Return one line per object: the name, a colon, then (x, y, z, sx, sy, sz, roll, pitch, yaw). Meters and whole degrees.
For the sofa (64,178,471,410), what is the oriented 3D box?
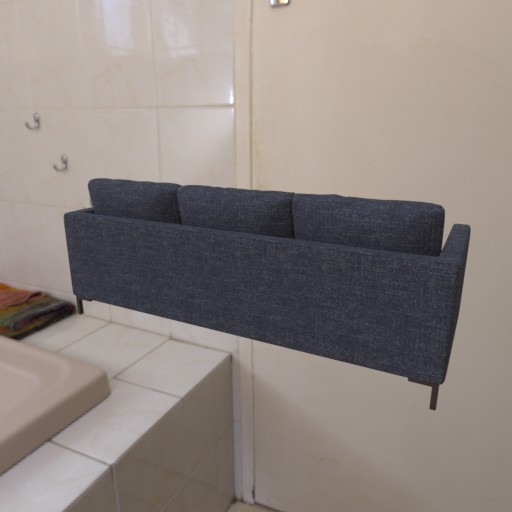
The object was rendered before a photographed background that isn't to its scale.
sofa: (0.000, 0.000, 2.615, 2.218, 0.874, 0.859, 9, 19, 26)
